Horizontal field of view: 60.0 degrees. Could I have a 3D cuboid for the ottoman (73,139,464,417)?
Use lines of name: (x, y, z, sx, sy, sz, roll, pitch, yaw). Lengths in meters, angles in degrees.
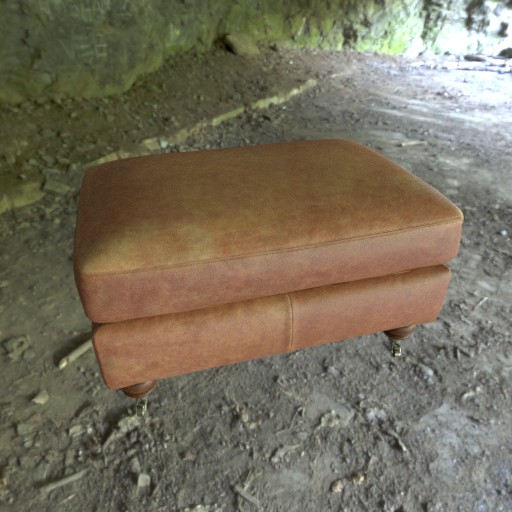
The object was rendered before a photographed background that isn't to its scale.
ottoman: (0.000, 0.000, 1.189, 0.852, 0.507, 0.565, -9, 33, -14)
